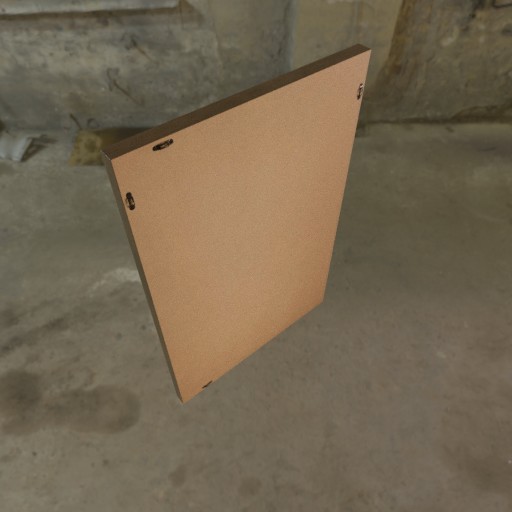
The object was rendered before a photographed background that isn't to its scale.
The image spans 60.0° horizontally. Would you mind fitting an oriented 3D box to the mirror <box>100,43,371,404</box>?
[{"bbox_3d":[0.000,0.000,1.162,0.609,0.915,0.041,-32,56,-25],"label":"mirror"}]
